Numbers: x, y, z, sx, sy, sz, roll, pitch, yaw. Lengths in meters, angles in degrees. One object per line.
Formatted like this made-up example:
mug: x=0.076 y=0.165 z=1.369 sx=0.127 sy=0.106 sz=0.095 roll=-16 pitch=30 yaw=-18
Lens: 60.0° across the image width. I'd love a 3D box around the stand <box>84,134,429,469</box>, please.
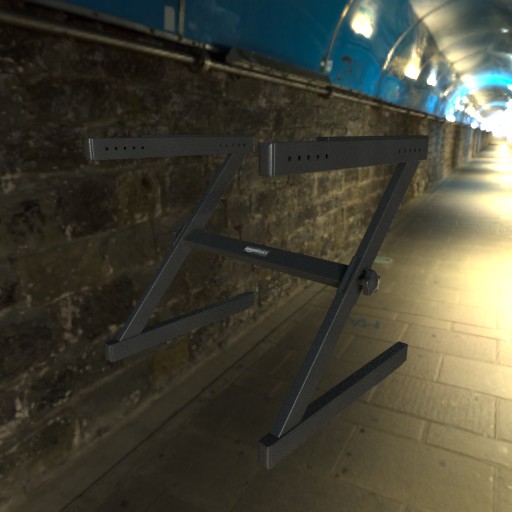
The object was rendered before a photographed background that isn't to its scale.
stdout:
stand: x=0.000 y=0.000 z=1.173 sx=0.700 sy=0.617 sz=0.586 roll=15 pitch=21 yaw=42
